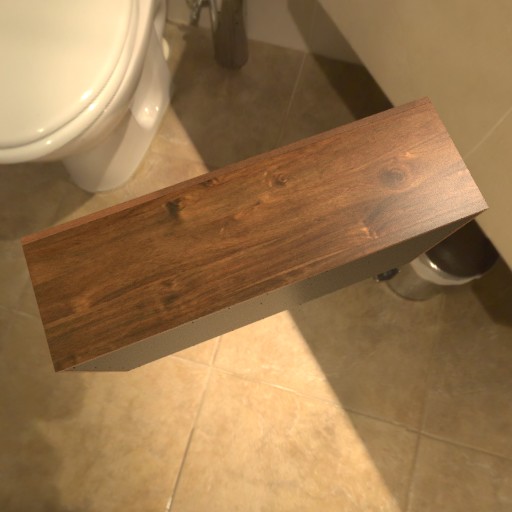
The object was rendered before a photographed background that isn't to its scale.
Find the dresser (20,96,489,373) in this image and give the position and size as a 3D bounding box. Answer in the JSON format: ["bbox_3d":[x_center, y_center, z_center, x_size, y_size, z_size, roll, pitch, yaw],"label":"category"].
[{"bbox_3d":[0.000,0.000,1.804,1.400,0.873,0.446,-20,77,-5],"label":"dresser"}]
